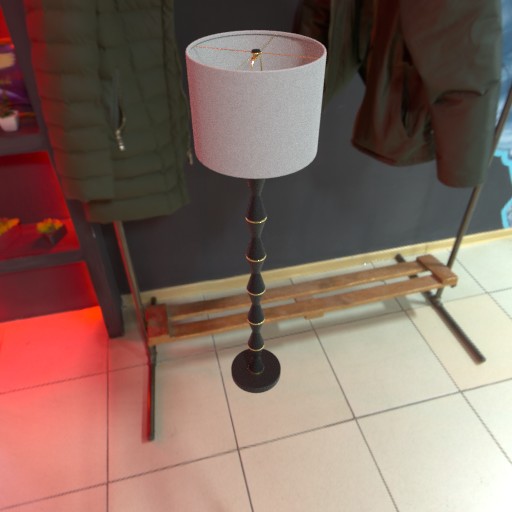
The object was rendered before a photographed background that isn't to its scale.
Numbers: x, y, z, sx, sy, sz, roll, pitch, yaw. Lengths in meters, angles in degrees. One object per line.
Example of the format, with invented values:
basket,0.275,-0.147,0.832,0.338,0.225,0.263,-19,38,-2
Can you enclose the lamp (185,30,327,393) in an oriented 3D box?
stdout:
lamp,0.000,0.000,1.683,0.381,1.480,0.381,12,42,14
